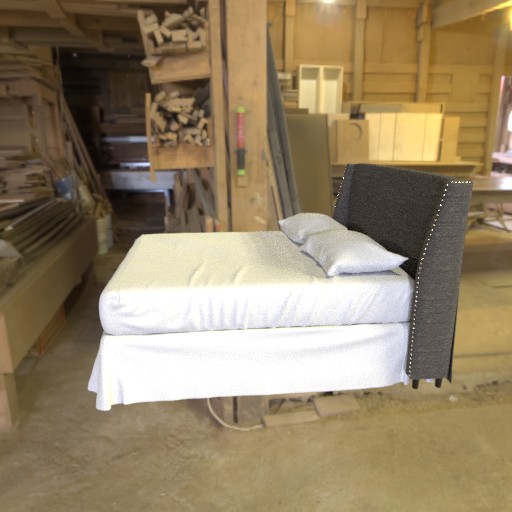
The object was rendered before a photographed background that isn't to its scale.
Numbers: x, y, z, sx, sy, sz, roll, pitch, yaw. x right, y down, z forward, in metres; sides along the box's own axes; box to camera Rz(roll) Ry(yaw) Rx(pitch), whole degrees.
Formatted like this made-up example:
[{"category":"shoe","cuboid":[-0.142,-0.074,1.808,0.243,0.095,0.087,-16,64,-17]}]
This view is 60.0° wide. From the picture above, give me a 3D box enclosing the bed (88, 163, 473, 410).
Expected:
[{"category":"bed","cuboid":[0.000,0.000,3.430,2.276,1.332,1.925,-2,15,-6]}]
